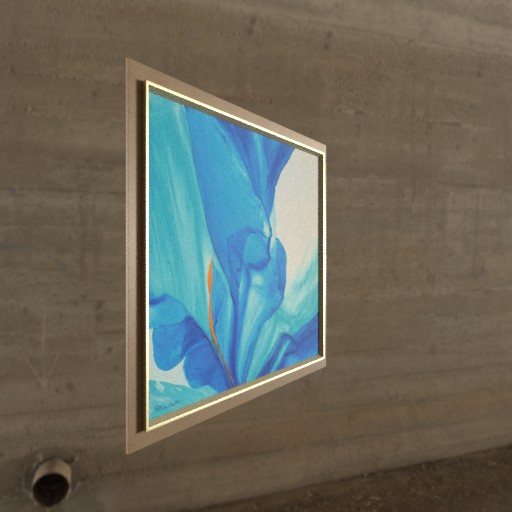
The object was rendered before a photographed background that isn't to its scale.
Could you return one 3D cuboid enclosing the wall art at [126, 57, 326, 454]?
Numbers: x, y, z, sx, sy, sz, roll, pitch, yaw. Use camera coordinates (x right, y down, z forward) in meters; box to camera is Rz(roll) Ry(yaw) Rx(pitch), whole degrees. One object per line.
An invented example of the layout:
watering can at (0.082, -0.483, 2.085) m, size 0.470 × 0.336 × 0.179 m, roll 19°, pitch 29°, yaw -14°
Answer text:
wall art at (0.000, 0.000, 1.662) m, size 0.025 × 1.067 × 1.168 m, roll 0°, pitch 0°, yaw 36°
